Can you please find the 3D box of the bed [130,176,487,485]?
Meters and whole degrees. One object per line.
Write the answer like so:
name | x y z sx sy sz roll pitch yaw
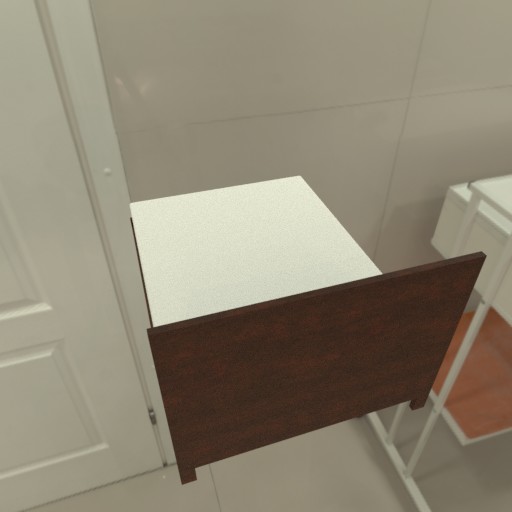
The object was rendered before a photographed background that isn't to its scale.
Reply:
bed | 0.000 0.000 3.123 1.600 1.270 2.184 -12 40 -14
